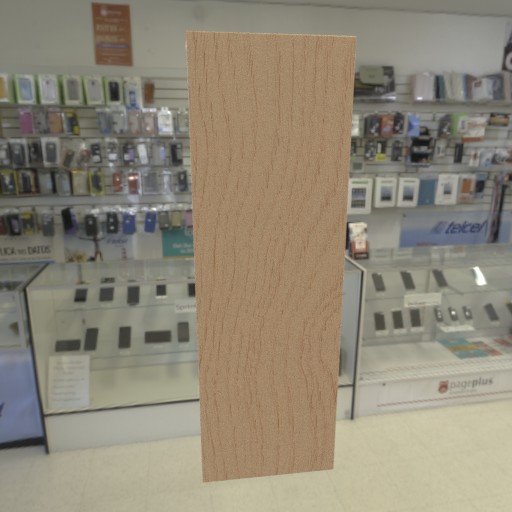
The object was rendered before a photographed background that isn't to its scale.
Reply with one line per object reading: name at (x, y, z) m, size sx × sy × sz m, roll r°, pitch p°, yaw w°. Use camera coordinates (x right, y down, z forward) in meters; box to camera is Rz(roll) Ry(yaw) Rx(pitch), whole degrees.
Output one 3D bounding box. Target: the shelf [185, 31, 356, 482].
shelf at (0.000, 0.000, 0.721) m, size 0.200 × 0.600 × 0.290 m, roll -2°, pitch 15°, yaw -8°
